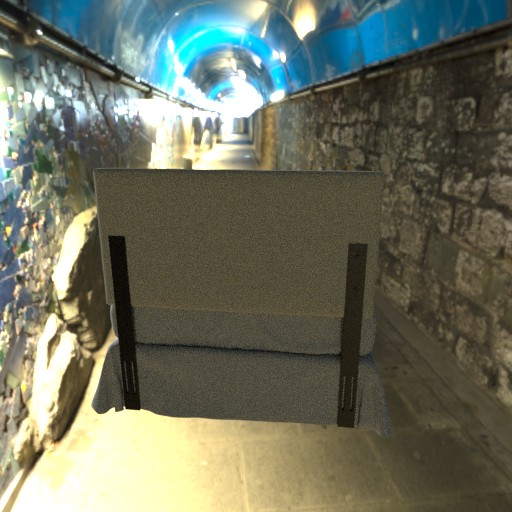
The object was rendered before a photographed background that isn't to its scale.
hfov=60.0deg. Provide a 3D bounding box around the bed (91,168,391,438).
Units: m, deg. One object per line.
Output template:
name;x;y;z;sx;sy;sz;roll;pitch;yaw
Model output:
bed;0.000;0.000;3.602;1.936;1.577;2.222;2;17;7
